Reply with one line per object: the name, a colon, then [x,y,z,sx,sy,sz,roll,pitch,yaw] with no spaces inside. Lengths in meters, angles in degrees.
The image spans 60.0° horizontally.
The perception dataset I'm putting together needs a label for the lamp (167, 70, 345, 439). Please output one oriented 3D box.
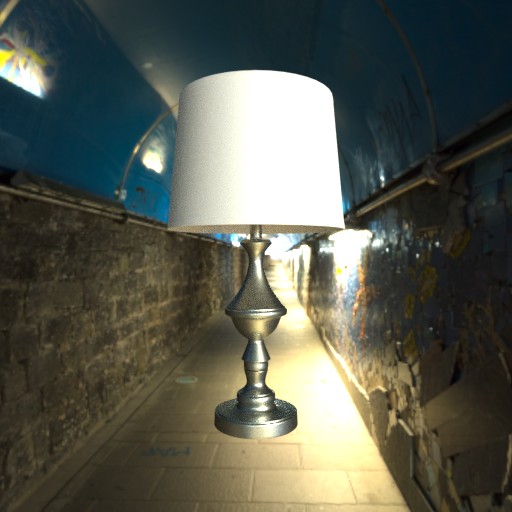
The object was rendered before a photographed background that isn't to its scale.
lamp: [0.000,0.000,0.976,0.383,0.733,0.383,0,0,0]
